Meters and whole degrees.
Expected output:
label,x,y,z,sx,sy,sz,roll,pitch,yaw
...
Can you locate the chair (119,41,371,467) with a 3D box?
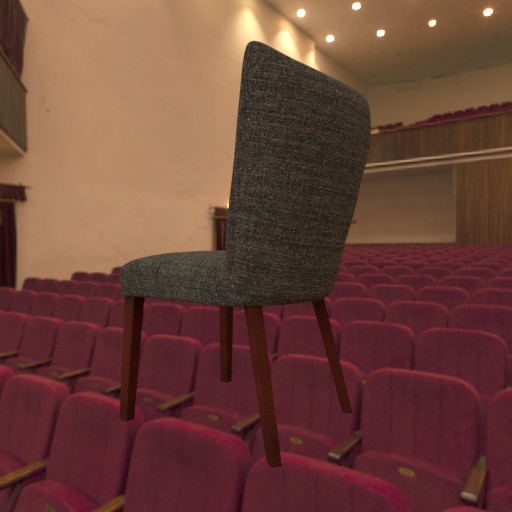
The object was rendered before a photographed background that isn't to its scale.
label,x,y,z,sx,sy,sz,roll,pitch,yaw
chair,0.000,0.000,1.255,0.623,0.924,0.535,1,1,36
